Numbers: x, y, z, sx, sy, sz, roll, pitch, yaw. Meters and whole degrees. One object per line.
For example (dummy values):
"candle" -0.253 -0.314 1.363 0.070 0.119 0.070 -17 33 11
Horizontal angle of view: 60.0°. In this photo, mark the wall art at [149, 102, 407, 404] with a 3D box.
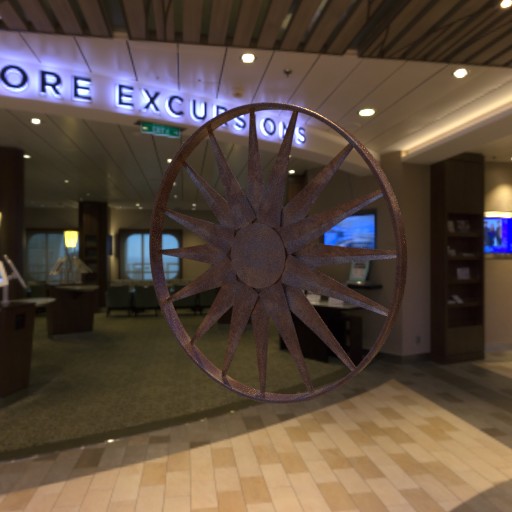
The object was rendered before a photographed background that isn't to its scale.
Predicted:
"wall art" 0.000 0.000 0.879 0.582 0.583 0.084 0 0 35
